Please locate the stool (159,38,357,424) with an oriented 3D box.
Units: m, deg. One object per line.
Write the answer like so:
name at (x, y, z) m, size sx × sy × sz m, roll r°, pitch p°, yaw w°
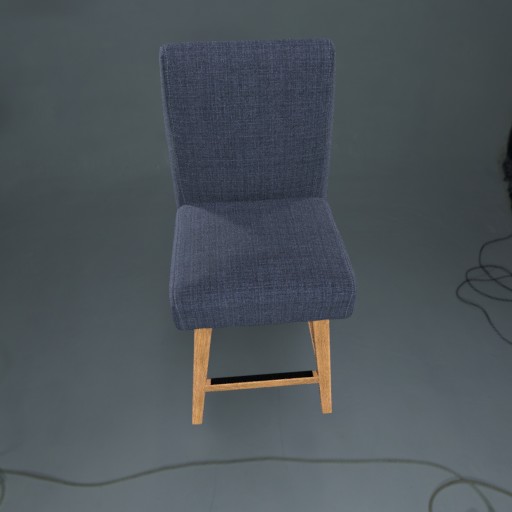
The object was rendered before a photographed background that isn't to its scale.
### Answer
stool at (0.000, 0.000, 1.268) m, size 0.459 × 1.010 × 0.526 m, roll -4°, pitch 46°, yaw -3°
